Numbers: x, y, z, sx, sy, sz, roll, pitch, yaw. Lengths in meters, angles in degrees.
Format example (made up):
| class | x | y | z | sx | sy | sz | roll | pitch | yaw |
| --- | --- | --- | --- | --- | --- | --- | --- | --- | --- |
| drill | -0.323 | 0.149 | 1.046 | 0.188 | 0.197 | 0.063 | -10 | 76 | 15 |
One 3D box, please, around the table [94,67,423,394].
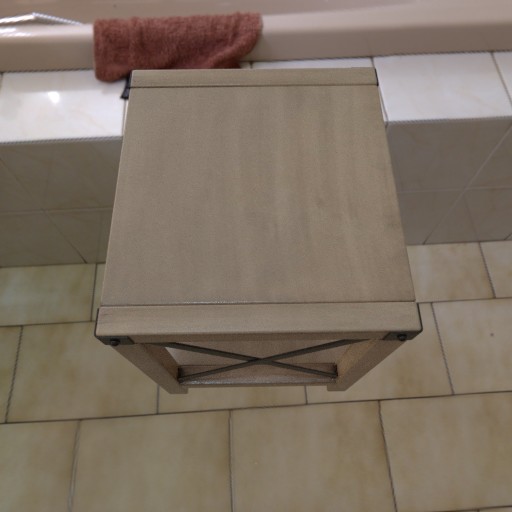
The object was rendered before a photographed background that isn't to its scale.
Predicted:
| class | x | y | z | sx | sy | sz | roll | pitch | yaw |
| --- | --- | --- | --- | --- | --- | --- | --- | --- | --- |
| table | 0.000 | 0.000 | 0.954 | 0.459 | 0.561 | 0.510 | -1 | 65 | 0 |
